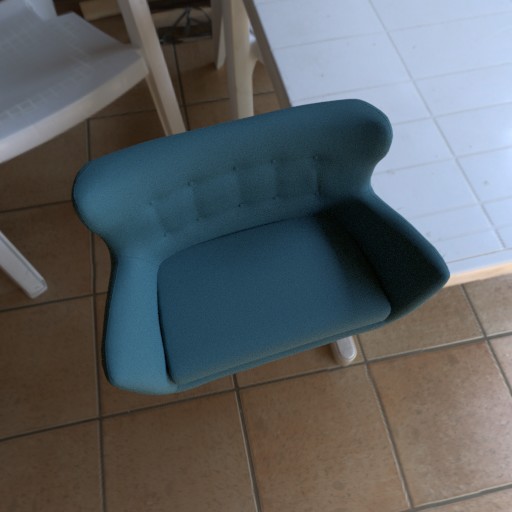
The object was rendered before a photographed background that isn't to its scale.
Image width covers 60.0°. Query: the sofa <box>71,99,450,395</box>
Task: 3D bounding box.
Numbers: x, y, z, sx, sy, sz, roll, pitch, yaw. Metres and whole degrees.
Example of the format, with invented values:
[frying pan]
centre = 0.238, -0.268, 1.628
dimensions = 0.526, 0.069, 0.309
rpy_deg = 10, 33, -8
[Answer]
[sofa]
centre = 0.000, 0.000, 2.003
dimensions = 1.397, 0.889, 0.889
rpy_deg = -16, 63, -8
